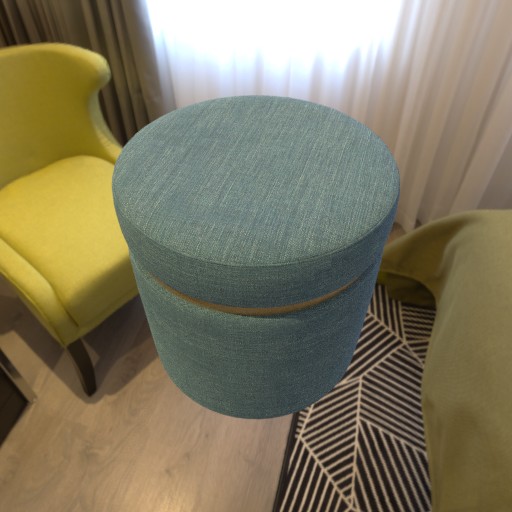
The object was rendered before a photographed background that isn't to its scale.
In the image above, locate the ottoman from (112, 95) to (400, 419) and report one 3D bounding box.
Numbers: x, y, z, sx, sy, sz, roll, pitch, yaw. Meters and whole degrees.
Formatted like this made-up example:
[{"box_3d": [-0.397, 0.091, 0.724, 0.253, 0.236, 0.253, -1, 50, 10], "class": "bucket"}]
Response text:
[{"box_3d": [0.000, 0.000, 0.747, 0.398, 0.406, 0.398, 0, 46, 0], "class": "ottoman"}]
